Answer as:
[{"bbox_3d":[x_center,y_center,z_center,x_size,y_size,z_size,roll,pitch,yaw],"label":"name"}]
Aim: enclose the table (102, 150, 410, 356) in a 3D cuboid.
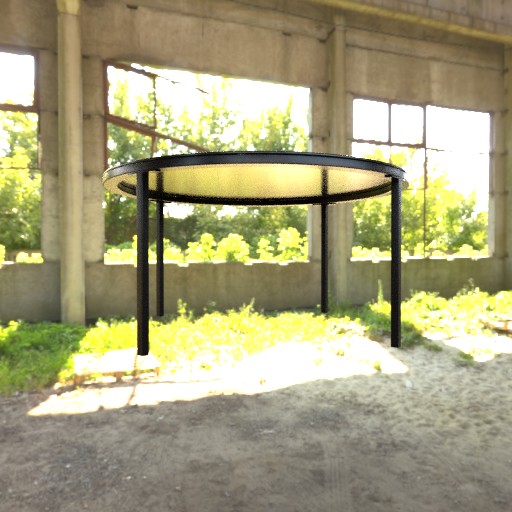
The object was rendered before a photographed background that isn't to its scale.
[{"bbox_3d":[0.000,0.000,1.222,0.800,0.400,0.800,0,1,0],"label":"table"}]
